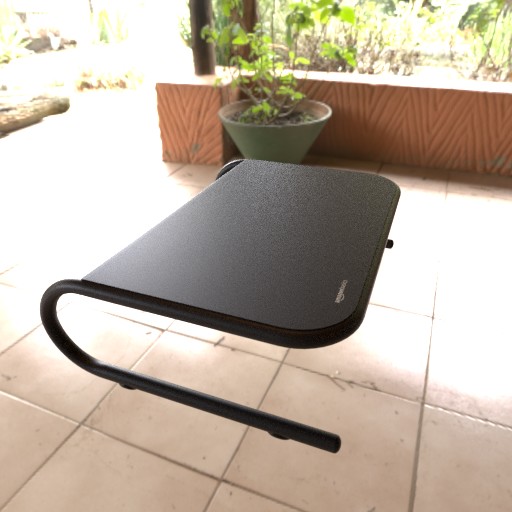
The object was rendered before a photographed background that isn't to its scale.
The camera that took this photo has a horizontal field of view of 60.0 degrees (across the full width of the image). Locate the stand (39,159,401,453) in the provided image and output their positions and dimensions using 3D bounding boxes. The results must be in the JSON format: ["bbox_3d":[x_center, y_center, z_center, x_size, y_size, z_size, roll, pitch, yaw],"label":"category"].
[{"bbox_3d":[0.000,0.000,0.507,0.280,0.108,0.370,11,31,19],"label":"stand"}]
